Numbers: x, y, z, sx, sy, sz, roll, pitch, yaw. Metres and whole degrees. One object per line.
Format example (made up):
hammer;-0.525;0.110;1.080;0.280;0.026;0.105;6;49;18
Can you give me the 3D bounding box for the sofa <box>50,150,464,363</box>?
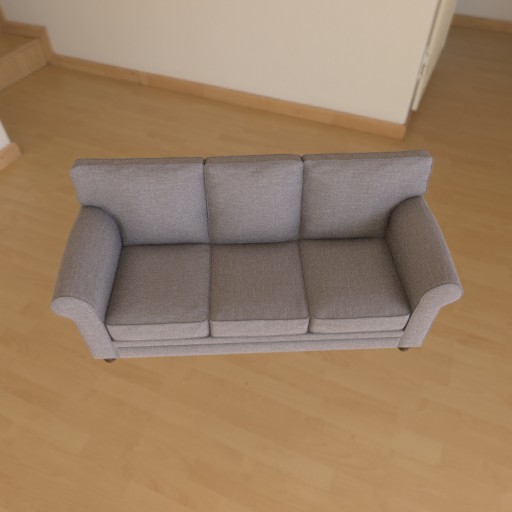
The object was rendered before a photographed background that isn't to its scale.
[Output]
sofa;0.000;0.000;2.597;2.084;0.961;0.916;-2;47;-2
